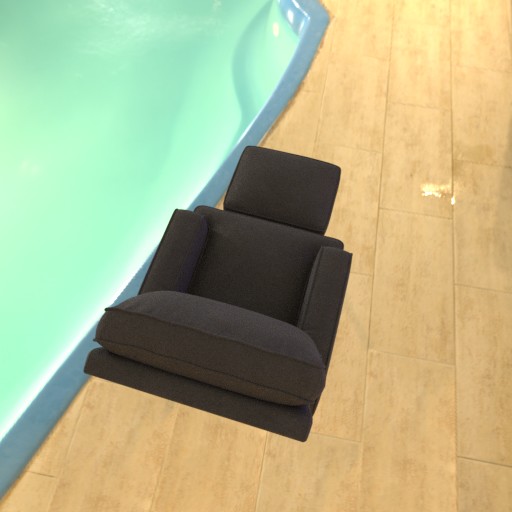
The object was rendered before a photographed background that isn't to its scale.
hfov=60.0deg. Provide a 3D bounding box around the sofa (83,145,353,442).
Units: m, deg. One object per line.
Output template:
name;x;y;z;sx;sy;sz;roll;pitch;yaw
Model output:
sofa;0.000;0.000;2.016;0.861;0.959;1.472;15;64;7
